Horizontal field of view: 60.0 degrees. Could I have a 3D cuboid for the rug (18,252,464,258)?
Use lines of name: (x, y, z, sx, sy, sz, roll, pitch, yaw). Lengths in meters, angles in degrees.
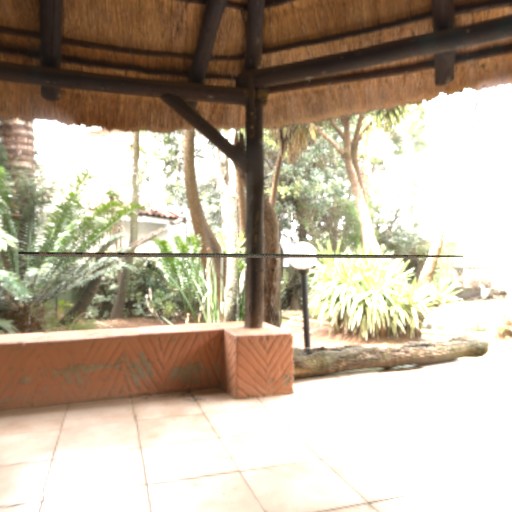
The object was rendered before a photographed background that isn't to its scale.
rug: (0.000, 0.000, 2.674, 2.441, 0.010, 0.744, 0, -1, -19)
